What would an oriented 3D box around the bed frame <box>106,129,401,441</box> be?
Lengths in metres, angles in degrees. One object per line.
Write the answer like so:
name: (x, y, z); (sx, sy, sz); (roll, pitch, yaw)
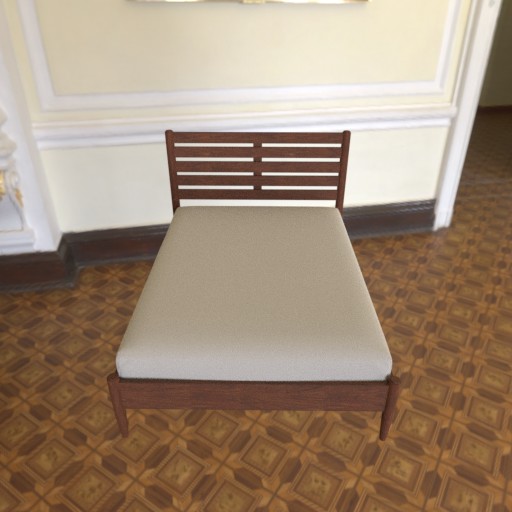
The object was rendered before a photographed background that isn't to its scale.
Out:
bed frame: (0.000, 0.000, 3.331); (1.655, 1.321, 2.234); (0, 30, 1)
